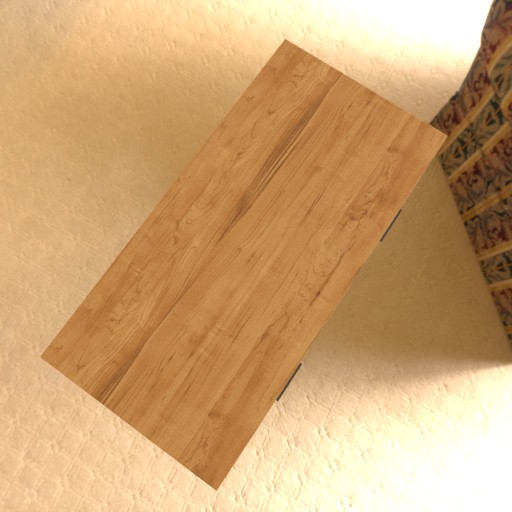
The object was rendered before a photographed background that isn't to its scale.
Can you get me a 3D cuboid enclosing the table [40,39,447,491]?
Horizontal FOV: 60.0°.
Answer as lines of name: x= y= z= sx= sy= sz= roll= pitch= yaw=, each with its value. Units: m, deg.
table: x=0.000 y=0.000 z=1.446 sx=0.590 sy=0.400 sz=1.180 roll=34 pitch=80 yaw=7
